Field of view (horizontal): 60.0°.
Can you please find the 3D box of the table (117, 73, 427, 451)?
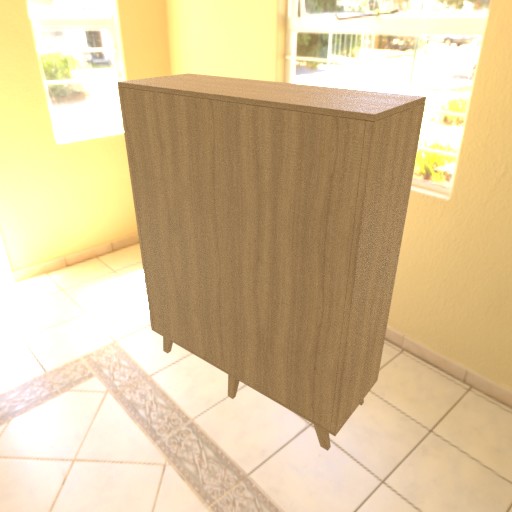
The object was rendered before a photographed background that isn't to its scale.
[{"bbox_3d":[0.000,0.000,1.945,1.111,1.388,0.398,20,34,33],"label":"table"}]
